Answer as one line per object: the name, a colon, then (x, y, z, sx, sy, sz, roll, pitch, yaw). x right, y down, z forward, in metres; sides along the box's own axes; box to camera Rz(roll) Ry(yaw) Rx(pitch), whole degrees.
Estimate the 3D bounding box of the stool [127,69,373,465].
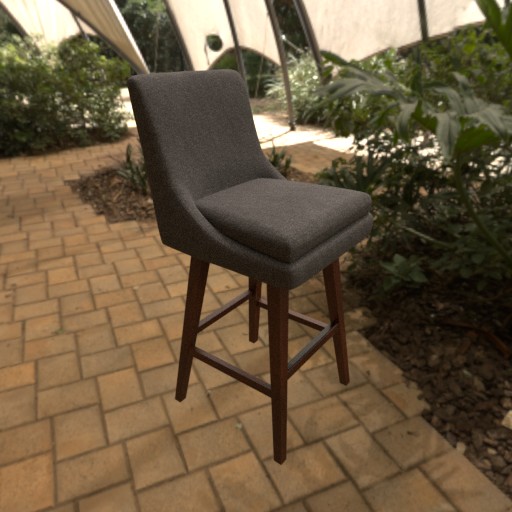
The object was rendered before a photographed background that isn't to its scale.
stool: (0.000, 0.000, 1.404, 0.572, 1.068, 0.489, 18, 31, 33)
